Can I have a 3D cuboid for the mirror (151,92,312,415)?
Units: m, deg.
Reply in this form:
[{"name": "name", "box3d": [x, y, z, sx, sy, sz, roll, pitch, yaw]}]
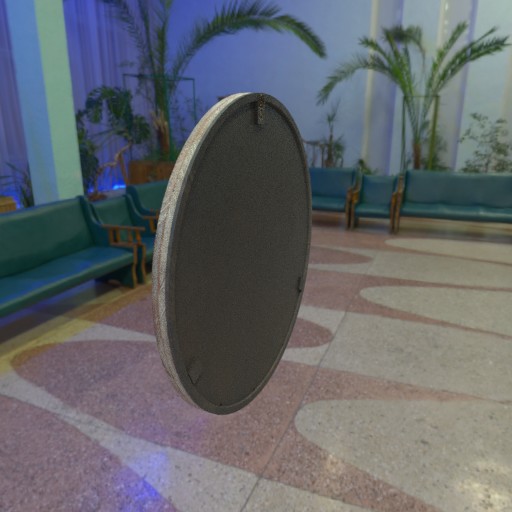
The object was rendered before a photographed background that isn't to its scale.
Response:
[{"name": "mirror", "box3d": [0.000, 0.000, 1.028, 0.038, 0.710, 0.710, 8, 18, 25]}]
